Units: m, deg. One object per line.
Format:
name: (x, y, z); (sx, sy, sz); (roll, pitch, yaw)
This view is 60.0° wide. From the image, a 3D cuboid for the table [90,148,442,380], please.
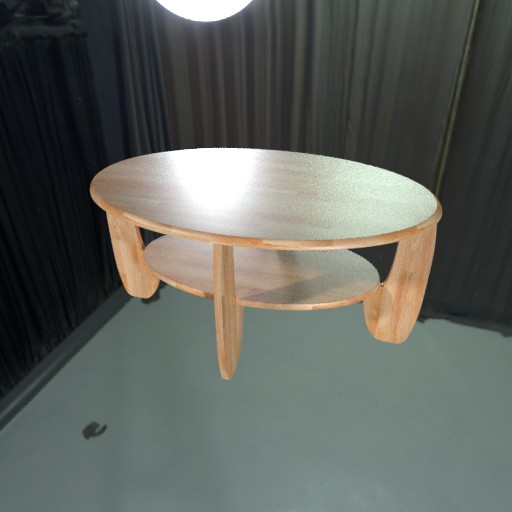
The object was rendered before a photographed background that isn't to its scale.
table: (0.000, 0.000, 1.419); (1.040, 0.490, 0.690); (8, 32, 14)
